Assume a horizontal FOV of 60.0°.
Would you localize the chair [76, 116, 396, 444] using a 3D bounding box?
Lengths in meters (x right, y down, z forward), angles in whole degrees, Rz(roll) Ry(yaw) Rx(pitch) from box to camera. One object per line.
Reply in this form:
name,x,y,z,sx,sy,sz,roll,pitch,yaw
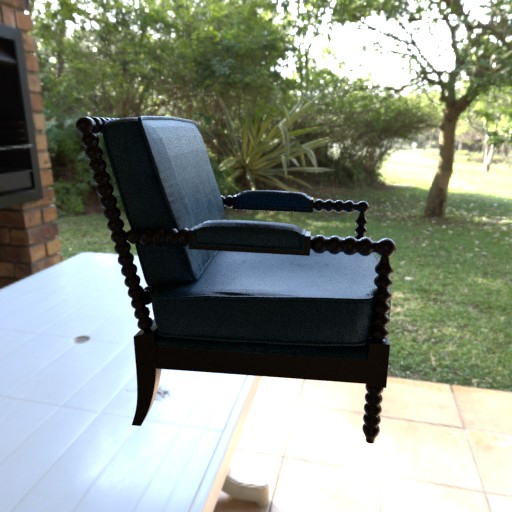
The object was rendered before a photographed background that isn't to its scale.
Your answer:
chair,0.000,0.000,1.424,0.805,0.857,0.688,2,16,7
